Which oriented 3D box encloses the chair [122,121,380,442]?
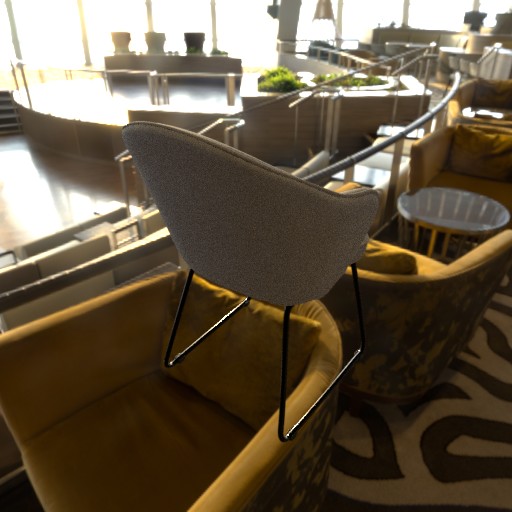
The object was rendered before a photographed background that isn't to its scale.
[{"bbox_3d":[0.000,0.000,1.219,0.570,0.817,0.592,20,35,31],"label":"chair"}]
